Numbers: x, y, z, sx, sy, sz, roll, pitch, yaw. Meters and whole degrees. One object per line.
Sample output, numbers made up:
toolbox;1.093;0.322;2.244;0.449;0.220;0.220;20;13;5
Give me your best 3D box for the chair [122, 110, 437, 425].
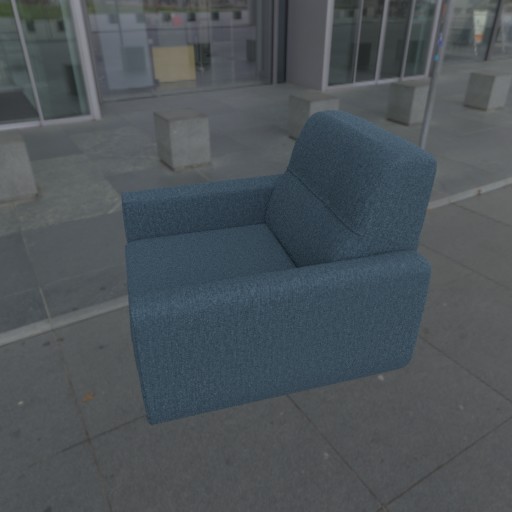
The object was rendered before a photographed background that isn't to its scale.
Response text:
chair;0.000;0.000;1.688;0.964;0.940;0.880;-8;32;-14
